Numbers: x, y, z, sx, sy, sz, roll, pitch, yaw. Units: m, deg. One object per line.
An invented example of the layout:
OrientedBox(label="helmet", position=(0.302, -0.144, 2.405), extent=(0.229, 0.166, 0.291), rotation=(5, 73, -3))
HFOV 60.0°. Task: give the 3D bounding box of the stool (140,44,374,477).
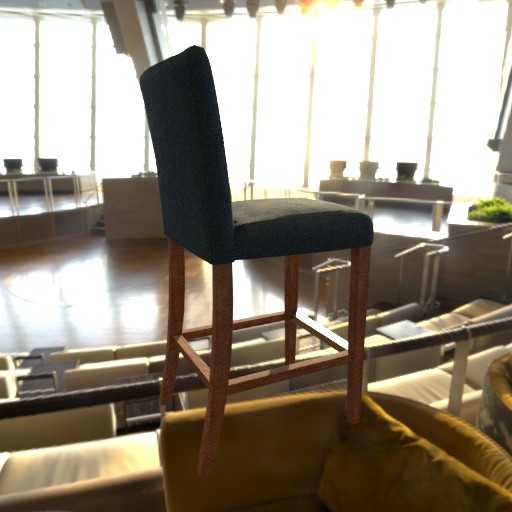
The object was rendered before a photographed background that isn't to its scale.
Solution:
OrientedBox(label="stool", position=(0.000, 0.000, 1.369), extent=(0.574, 1.088, 0.454), rotation=(-8, 17, -27))
